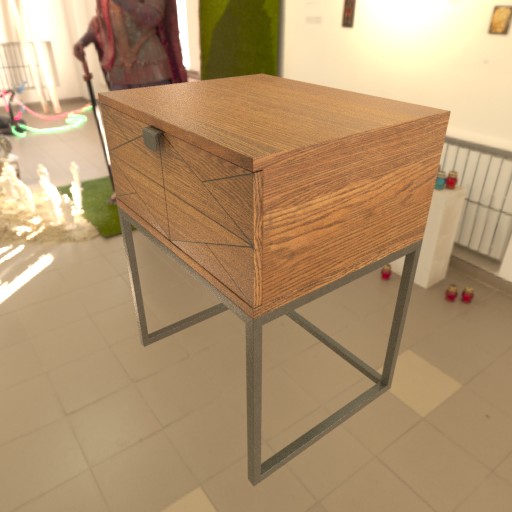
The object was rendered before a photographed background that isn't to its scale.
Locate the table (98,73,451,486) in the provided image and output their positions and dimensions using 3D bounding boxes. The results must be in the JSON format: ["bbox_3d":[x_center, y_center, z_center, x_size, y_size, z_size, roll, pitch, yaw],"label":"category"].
[{"bbox_3d":[0.000,0.000,0.908,0.400,0.610,0.482,-21,36,-31],"label":"table"}]
